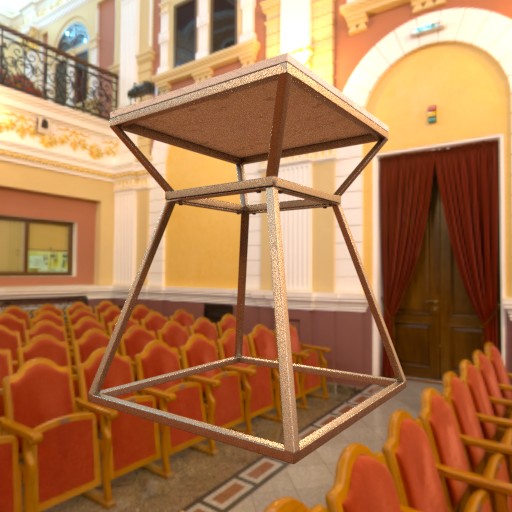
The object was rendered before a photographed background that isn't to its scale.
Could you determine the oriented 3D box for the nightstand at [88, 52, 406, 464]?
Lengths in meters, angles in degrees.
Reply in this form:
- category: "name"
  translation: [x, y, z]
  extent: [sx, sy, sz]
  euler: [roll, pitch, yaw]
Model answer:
- category: "nightstand"
  translation: [0.000, 0.000, 0.894]
  extent: [0.455, 0.554, 0.455]
  euler: [-1, -2, 36]
